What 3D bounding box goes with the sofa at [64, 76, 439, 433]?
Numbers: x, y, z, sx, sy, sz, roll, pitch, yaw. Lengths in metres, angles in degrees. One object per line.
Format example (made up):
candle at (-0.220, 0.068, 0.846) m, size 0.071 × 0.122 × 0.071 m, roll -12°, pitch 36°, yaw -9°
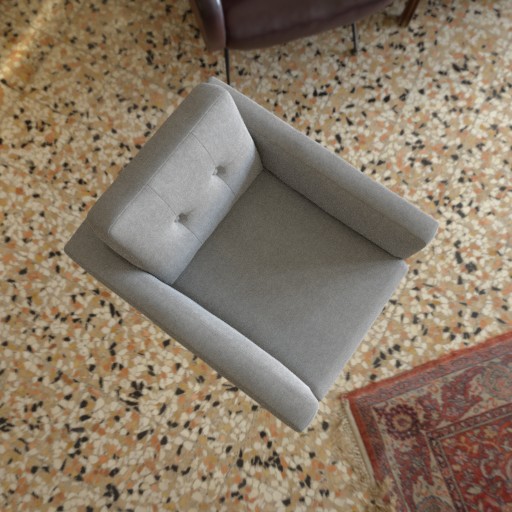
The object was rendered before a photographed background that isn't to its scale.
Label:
sofa at (0.000, 0.000, 1.545) m, size 0.920 × 0.860 × 0.770 m, roll 35°, pitch 79°, yaw 8°
